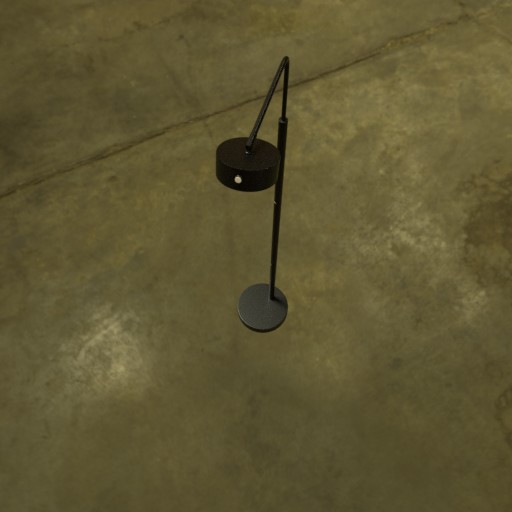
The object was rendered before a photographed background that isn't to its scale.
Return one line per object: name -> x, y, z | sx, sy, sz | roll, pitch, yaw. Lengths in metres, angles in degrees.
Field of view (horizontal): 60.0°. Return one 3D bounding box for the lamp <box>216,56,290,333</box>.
lamp -> 0.000, 0.000, 1.382 | 0.219, 1.230, 0.418 | 15, 60, 9
